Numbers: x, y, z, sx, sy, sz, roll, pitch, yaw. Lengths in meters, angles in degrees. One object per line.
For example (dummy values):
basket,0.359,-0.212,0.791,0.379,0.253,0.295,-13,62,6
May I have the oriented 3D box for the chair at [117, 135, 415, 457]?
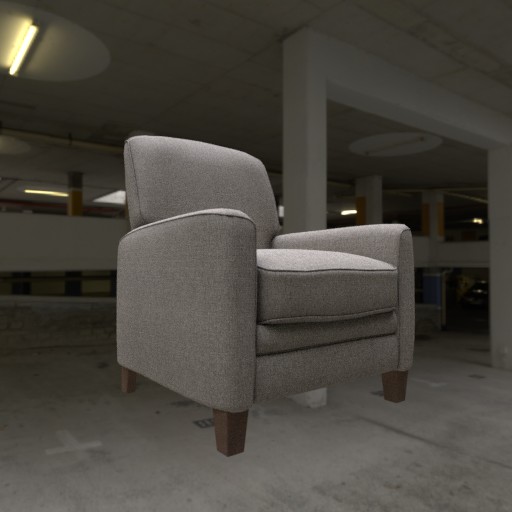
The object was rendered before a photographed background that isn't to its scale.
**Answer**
chair,0.000,0.000,1.625,0.848,1.014,0.864,1,-1,-37
